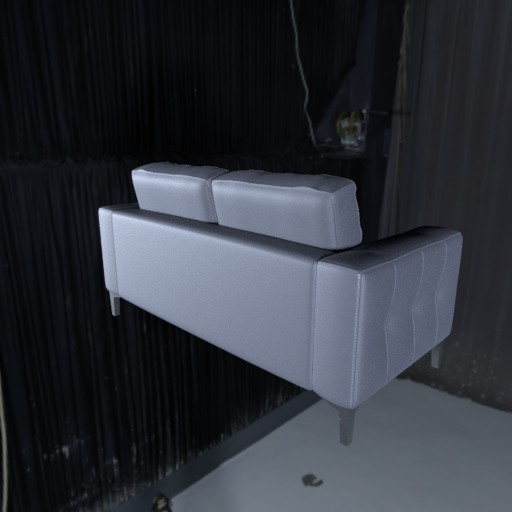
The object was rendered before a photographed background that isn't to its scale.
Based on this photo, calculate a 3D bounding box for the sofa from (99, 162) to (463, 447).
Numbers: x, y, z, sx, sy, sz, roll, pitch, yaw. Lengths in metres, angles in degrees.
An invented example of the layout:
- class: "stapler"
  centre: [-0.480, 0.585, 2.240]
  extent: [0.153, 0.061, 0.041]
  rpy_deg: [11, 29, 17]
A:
- class: "sofa"
  centre: [0.000, 0.000, 2.228]
  extent: [1.726, 0.893, 0.833]
  rpy_deg: [15, 21, 43]
